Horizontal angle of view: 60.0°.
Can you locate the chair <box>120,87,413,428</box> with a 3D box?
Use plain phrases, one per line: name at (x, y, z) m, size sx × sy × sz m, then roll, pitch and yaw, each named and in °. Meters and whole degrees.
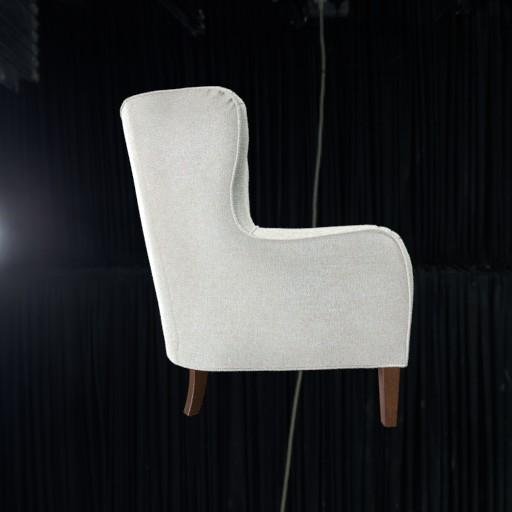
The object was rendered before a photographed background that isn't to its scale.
chair at (0.000, 0.000, 1.720) m, size 0.966 × 1.040 × 0.838 m, roll 0°, pitch 2°, yaw 0°
